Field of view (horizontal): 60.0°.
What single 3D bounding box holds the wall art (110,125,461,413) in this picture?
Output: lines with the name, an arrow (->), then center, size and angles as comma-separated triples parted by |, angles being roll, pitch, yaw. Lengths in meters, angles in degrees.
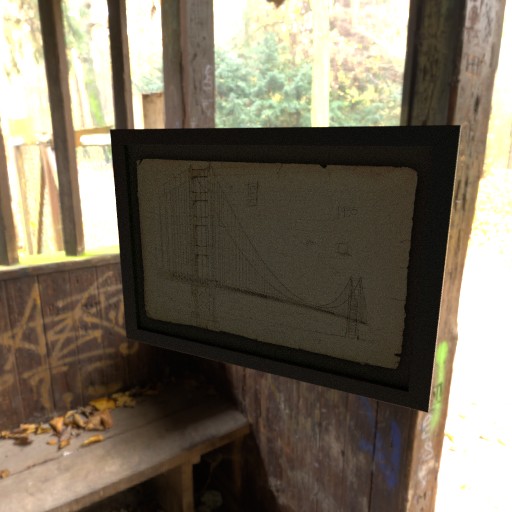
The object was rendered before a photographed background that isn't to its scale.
wall art -> 0.000, 0.000, 0.550 | 0.432, 0.306, 0.016 | 7, 16, 25
